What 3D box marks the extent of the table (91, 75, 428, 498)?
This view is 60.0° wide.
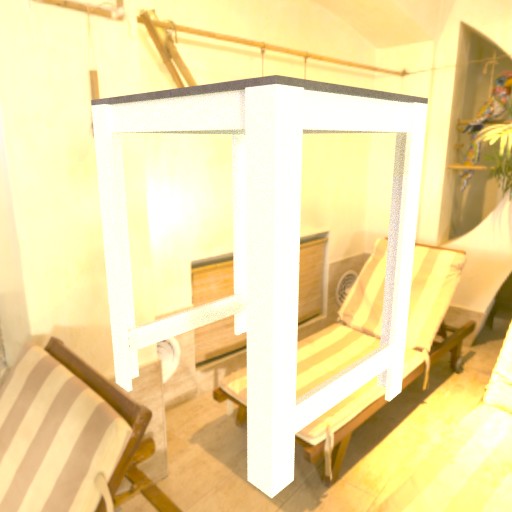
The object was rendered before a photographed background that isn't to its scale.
[{"bbox_3d":[0.000,0.000,1.523,0.800,1.020,0.700,14,20,43],"label":"table"}]
